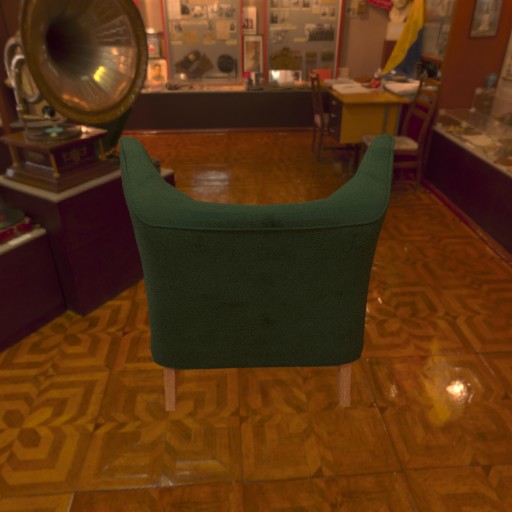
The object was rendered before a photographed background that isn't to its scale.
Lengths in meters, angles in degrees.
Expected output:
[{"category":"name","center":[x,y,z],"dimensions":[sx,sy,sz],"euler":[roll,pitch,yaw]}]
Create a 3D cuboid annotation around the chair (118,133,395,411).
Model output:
[{"category":"chair","center":[0.000,0.000,1.614],"dimensions":[0.793,0.952,0.910],"euler":[-1,30,-2]}]
